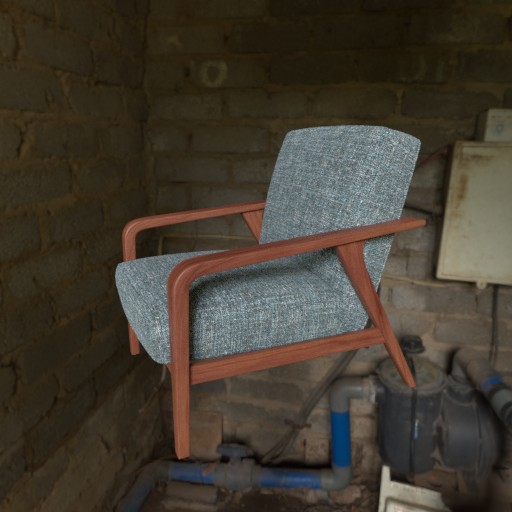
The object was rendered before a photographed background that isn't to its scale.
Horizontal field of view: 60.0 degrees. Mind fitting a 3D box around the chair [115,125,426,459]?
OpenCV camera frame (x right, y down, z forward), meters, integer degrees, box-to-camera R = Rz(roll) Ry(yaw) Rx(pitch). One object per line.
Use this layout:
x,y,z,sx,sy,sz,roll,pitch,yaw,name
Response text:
0.000,0.000,1.521,0.889,0.864,0.719,-7,16,-25,chair
